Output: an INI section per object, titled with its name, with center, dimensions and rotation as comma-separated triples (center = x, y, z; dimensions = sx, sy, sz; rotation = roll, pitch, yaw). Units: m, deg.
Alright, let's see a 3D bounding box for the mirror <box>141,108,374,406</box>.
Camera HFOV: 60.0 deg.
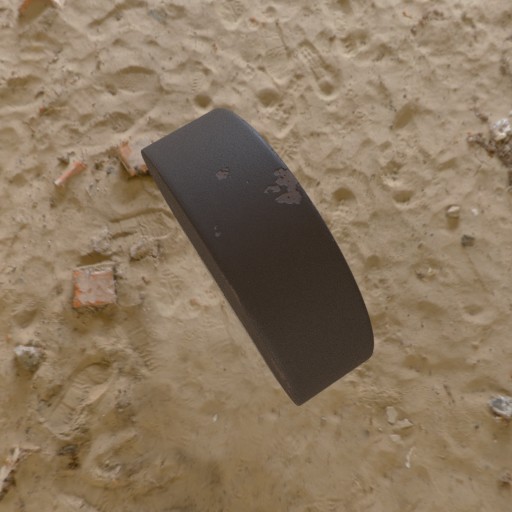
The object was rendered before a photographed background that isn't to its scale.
[mirror]
center = 0.000, 0.000, 0.606
dimensions = 0.126, 0.386, 0.386
rotation = -32, 77, -8
